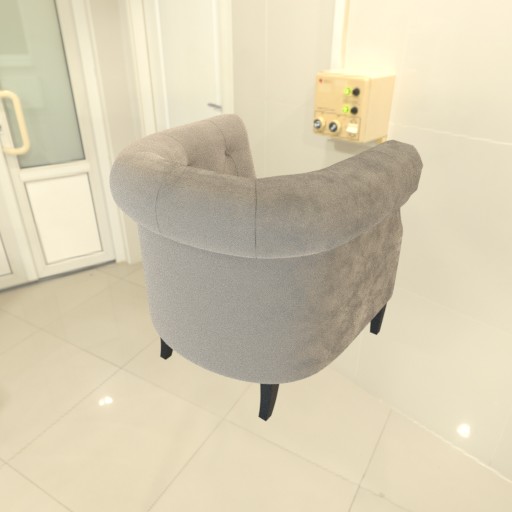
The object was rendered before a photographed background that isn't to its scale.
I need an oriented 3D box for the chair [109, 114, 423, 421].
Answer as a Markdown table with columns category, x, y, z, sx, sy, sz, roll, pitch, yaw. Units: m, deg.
| category | x | y | z | sx | sy | sz | roll | pitch | yaw |
| --- | --- | --- | --- | --- | --- | --- | --- | --- | --- |
| chair | 0.000 | 0.000 | 1.592 | 0.904 | 0.826 | 0.851 | 20 | 35 | 32 |
